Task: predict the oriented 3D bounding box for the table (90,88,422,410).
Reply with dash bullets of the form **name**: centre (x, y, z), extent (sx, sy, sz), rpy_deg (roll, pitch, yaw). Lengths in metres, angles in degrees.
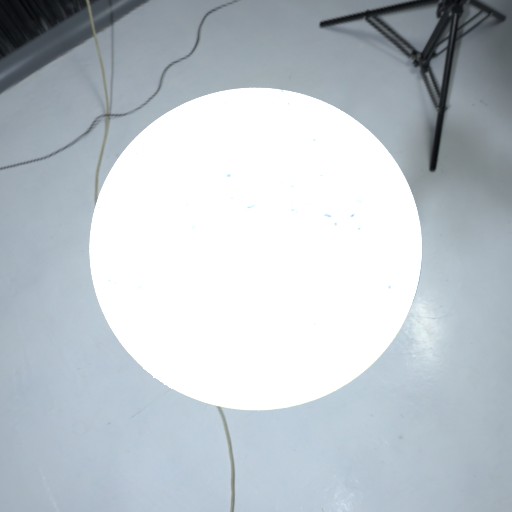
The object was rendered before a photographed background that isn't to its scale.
- **table**: centre (0.000, 0.000, 1.281), extent (0.800, 0.450, 0.800), rpy_deg (0, 77, 0)
